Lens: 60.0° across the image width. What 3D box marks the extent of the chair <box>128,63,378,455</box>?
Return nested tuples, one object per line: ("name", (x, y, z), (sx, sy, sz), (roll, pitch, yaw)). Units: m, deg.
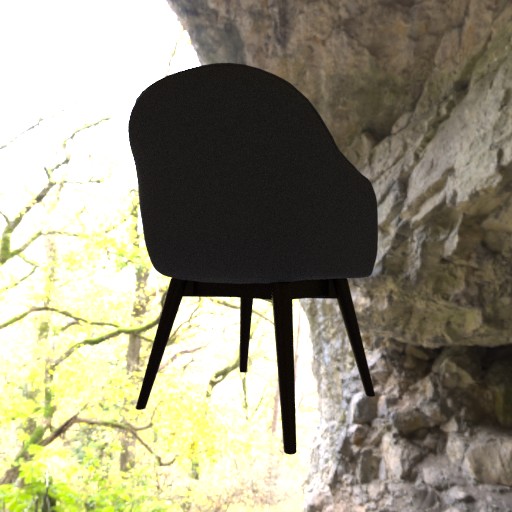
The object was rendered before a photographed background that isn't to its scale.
("chair", (0.000, 0.000, 1.216), (0.589, 0.810, 0.611), (0, 0, 35))
